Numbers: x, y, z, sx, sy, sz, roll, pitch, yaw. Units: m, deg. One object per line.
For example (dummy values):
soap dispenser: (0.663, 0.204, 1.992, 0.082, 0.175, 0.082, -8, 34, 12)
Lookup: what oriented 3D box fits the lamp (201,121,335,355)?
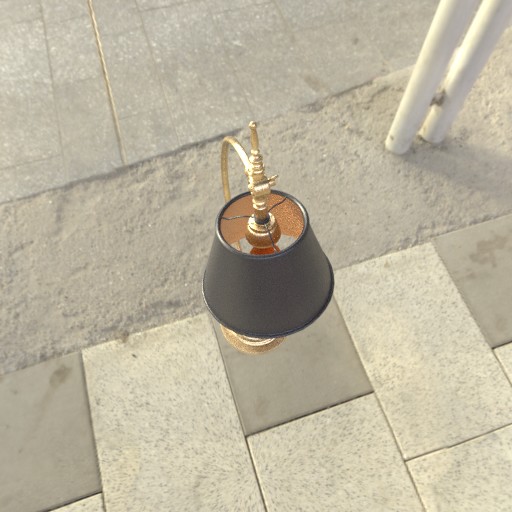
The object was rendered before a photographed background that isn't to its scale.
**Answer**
lamp: (0.000, 0.000, 0.823, 0.235, 0.675, 0.344, -18, 65, -9)
